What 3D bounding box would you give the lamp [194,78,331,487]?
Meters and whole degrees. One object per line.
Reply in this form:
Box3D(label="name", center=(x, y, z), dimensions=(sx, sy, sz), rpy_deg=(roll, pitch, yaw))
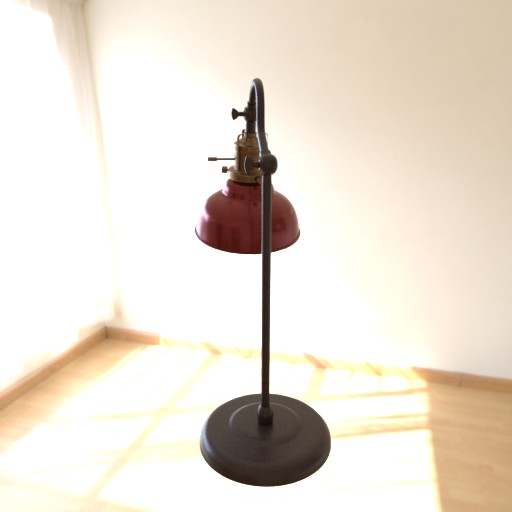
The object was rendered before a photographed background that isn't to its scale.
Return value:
Box3D(label="lamp", center=(0.000, 0.000, 0.677), dimensions=(0.192, 0.508, 0.374), rpy_deg=(-2, 14, -8))
